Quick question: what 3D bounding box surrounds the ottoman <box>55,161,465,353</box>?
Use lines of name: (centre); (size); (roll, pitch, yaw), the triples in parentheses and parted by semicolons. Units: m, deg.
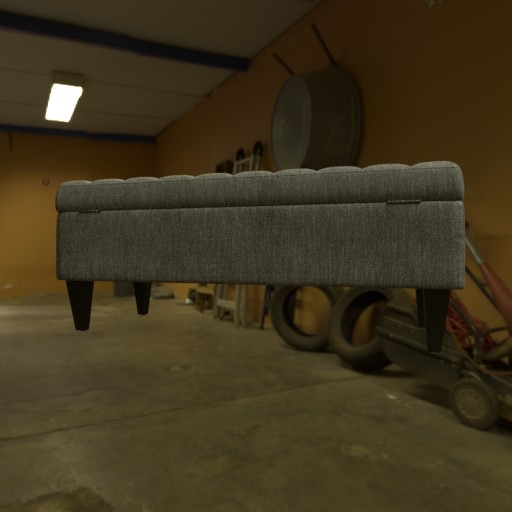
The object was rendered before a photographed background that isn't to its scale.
ottoman: (0.000, 0.000, 1.407); (1.151, 0.469, 0.482); (0, 1, 17)
